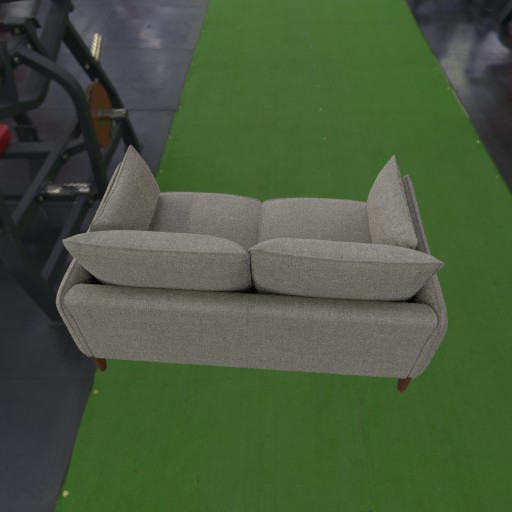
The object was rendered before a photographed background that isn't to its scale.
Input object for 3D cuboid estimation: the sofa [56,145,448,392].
[{"bbox_3d":[0.000,0.000,2.138,1.580,0.851,0.972,3,47,3],"label":"sofa"}]
